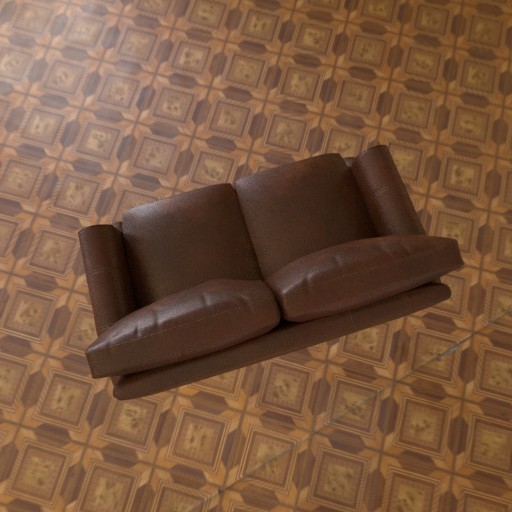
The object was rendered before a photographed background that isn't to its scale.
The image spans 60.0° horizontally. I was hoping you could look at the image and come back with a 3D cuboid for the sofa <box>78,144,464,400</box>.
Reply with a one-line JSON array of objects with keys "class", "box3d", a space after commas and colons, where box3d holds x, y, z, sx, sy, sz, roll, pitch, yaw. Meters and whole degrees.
[{"class": "sofa", "box3d": [0.000, 0.000, 2.208, 1.616, 0.976, 0.990, -16, 76, -4]}]
